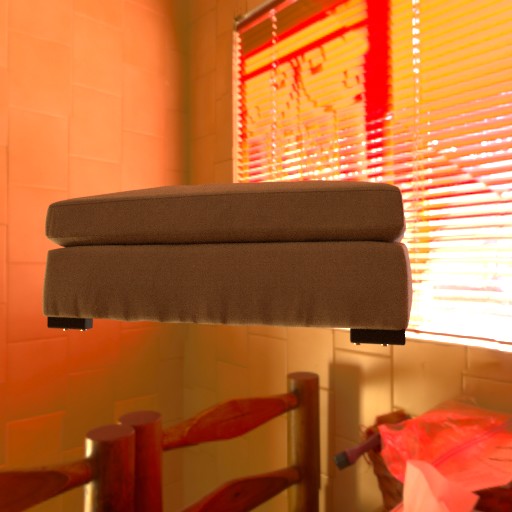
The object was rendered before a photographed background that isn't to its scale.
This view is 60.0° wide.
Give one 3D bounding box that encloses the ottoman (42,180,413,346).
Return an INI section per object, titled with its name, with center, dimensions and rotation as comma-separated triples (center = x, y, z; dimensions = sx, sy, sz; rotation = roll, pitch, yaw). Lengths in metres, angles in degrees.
[ottoman]
center = 0.000, 0.000, 1.861
dimensions = 1.203, 0.517, 1.171
rotation = 0, -2, 17
